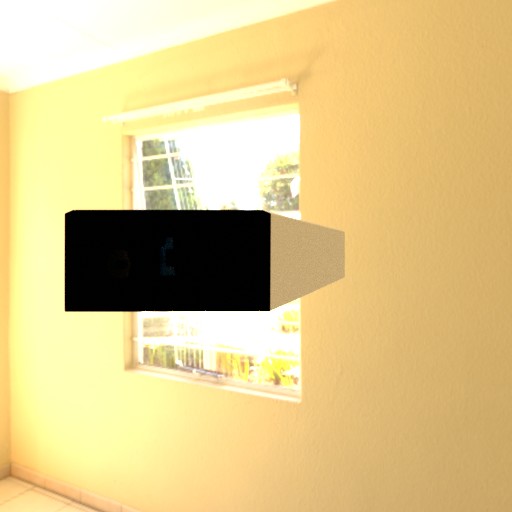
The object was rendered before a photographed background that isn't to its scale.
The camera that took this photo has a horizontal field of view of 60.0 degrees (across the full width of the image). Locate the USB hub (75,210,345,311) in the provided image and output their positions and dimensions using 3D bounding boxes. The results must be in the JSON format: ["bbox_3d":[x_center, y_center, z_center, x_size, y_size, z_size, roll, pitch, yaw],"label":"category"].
[{"bbox_3d":[0.000,0.000,0.158,0.044,0.023,0.145,0,1,19],"label":"USB hub"}]
